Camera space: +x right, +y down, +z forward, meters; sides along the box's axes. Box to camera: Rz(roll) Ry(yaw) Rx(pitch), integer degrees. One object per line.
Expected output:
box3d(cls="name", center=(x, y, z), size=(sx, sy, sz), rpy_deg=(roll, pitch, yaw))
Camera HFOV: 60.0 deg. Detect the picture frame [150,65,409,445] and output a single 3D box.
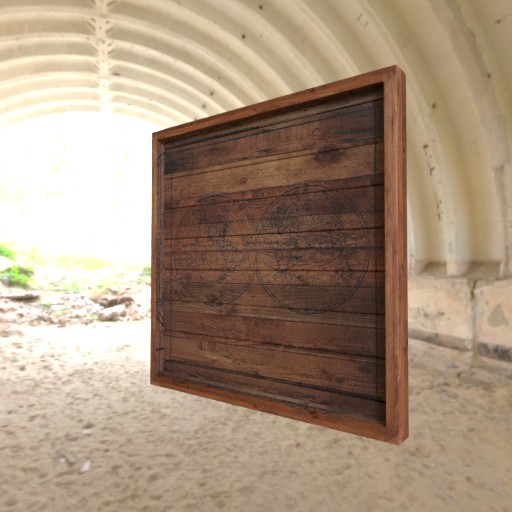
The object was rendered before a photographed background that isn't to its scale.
box3d(cls="picture frame", center=(0.000, 0.000, 0.529), size=(0.352, 0.356, 0.028), rpy_deg=(-1, -2, 37))
